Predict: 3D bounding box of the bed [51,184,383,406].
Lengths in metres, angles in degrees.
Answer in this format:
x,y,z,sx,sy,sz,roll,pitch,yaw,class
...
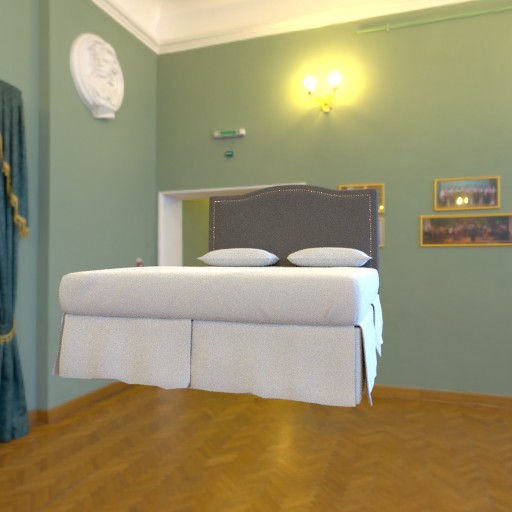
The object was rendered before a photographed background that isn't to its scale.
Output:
x,y,z,sx,sy,sz,roll,pitch,yaw,class
0.000,0.000,3.362,1.821,1.436,2.282,0,-1,18,bed
